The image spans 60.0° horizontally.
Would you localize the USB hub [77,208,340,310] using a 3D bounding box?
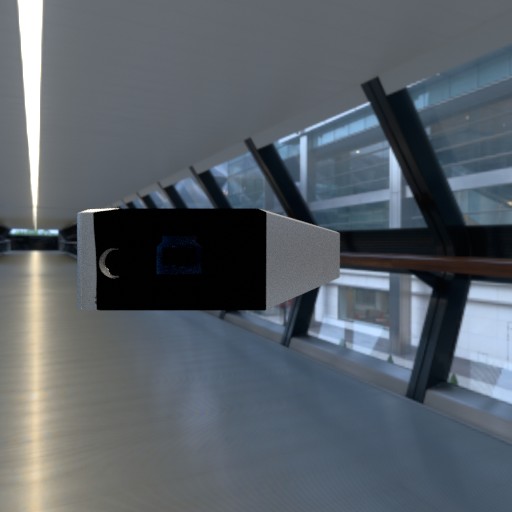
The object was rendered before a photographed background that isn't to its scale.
[{"bbox_3d":[0.000,0.000,0.164,0.044,0.023,0.145,0,1,18],"label":"USB hub"}]
